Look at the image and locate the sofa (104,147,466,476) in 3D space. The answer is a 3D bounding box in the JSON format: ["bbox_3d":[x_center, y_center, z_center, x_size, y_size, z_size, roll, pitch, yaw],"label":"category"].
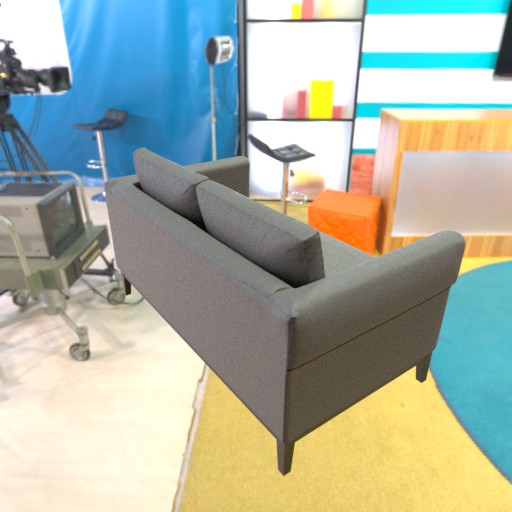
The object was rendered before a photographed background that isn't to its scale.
[{"bbox_3d":[0.000,0.000,2.155,0.899,0.873,1.598,-18,32,-32],"label":"sofa"}]
